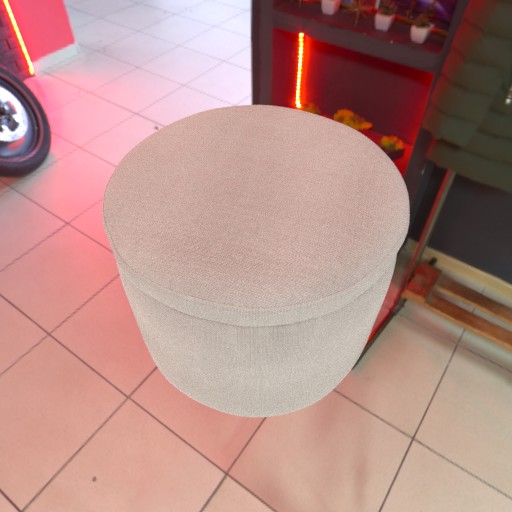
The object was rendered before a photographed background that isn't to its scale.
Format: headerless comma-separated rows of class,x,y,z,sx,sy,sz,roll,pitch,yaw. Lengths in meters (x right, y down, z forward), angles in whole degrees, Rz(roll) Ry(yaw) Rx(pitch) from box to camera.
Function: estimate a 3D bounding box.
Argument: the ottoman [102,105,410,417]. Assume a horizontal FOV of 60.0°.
ottoman,0.000,0.000,0.853,0.497,0.409,0.497,0,48,0
